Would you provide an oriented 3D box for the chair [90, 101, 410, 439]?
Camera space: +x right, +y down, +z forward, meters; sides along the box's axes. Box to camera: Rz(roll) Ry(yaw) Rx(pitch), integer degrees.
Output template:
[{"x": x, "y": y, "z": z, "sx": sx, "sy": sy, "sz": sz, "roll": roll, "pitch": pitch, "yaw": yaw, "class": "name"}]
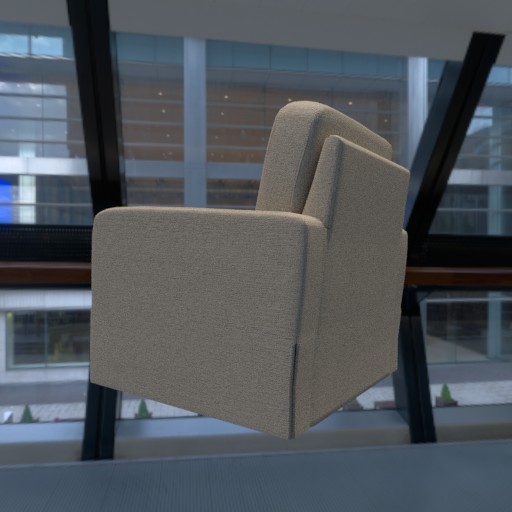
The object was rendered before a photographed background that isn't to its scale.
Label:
[{"x": 0.000, "y": 0.000, "z": 1.520, "sx": 0.888, "sy": 0.827, "sz": 0.755, "roll": 1, "pitch": 1, "yaw": 36, "class": "chair"}]
